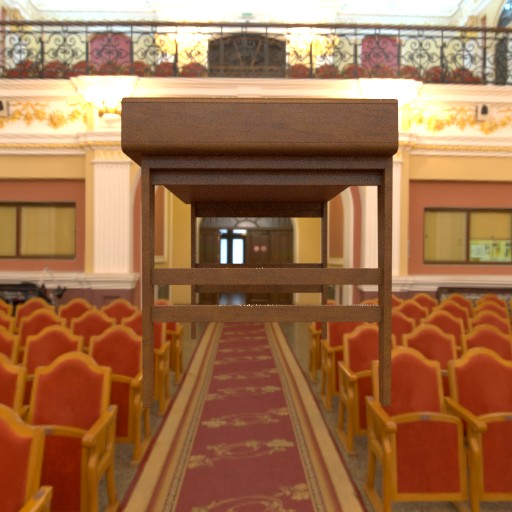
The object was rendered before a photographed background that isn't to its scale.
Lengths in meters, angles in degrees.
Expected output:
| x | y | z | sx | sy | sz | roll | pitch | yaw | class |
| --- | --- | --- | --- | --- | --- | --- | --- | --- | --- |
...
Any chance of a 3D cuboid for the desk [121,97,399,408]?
| x | y | z | sx | sy | sz | roll | pitch | yaw | class |
| --- | --- | --- | --- | --- | --- | --- | --- | --- | --- |
| 0.000 | 0.000 | 1.578 | 0.660 | 0.754 | 1.066 | 0 | 0 | -1 | desk |
